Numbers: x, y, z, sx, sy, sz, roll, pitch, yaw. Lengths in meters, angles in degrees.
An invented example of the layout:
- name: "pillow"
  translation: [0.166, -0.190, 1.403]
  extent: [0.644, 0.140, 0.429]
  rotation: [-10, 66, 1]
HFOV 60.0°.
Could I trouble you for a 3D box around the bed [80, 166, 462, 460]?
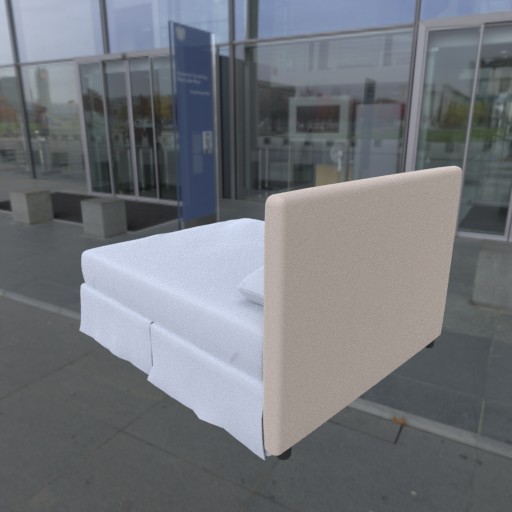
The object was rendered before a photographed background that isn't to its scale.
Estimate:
- name: "bed"
  translation: [0.000, 0.000, 3.245]
  extent: [1.884, 1.330, 2.142]
  rotation: [-16, 23, -42]
